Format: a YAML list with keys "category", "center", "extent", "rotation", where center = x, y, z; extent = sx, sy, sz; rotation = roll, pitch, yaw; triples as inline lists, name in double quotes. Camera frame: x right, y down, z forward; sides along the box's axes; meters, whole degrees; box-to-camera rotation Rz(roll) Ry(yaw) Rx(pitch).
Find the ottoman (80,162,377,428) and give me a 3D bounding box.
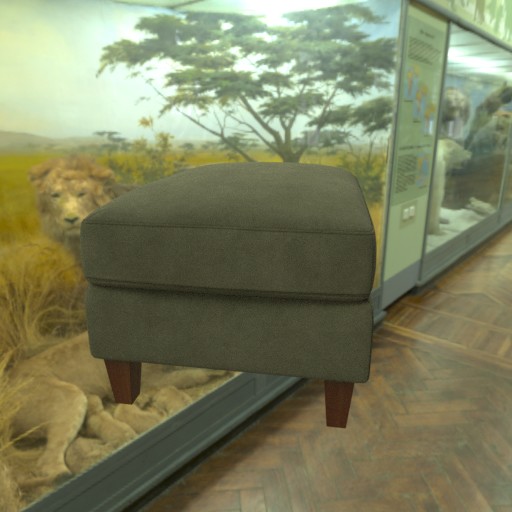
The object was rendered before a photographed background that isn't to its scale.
- category: "ottoman"
  center: [0.000, 0.000, 1.245]
  extent: [0.584, 0.483, 0.864]
  rotation: [3, 18, 9]
